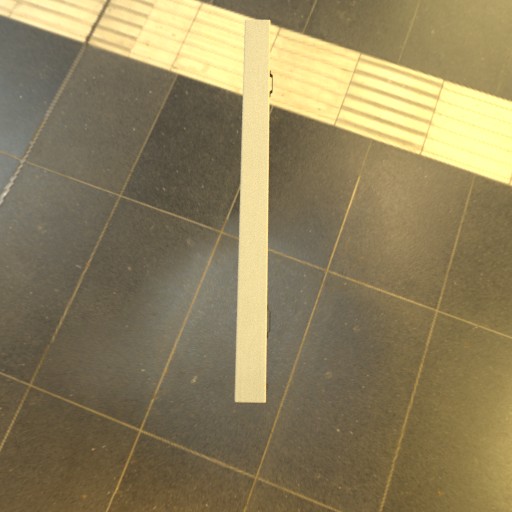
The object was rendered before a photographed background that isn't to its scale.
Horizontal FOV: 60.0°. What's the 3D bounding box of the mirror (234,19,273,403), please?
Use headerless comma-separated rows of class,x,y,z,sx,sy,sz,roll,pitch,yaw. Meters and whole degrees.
mirror,0.000,0.000,0.903,0.040,0.710,0.507,1,77,0
